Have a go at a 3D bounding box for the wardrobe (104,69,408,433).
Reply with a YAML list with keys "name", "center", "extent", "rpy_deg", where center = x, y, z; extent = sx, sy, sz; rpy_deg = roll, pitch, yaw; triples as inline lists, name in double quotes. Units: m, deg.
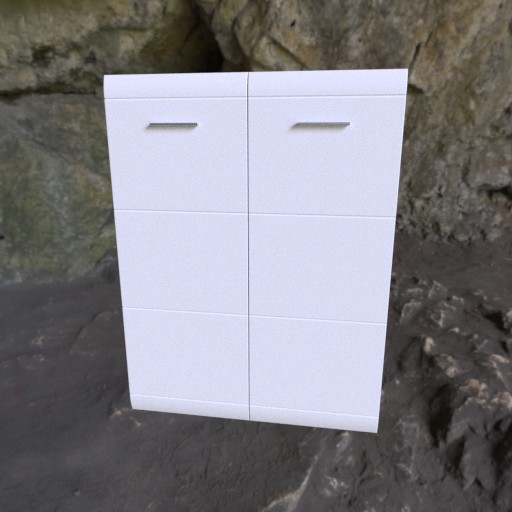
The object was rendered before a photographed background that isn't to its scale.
- name: "wardrobe"
  center: [0.000, 0.000, 1.600]
  extent: [0.900, 1.200, 0.360]
  rpy_deg: [2, 16, 9]
